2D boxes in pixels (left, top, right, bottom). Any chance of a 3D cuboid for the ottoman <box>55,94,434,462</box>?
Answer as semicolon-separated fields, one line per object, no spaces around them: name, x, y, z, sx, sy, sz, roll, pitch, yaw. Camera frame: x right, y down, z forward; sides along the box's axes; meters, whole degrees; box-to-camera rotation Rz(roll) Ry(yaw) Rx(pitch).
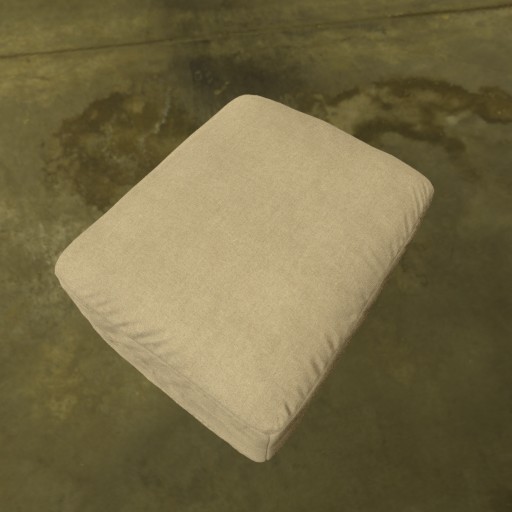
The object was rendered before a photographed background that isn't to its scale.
ottoman;0.000;0.000;1.246;0.683;0.481;0.837;32;64;17
